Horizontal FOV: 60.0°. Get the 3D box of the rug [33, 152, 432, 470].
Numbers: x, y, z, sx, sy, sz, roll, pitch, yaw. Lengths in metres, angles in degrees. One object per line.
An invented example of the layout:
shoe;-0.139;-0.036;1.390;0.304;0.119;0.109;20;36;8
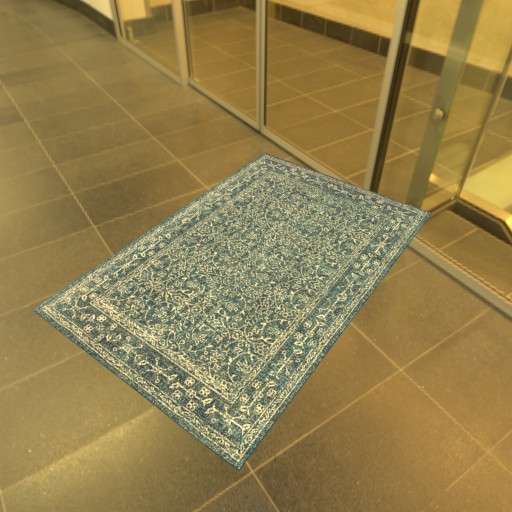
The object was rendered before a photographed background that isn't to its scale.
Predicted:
rug;0.000;0.000;2.302;1.200;0.005;1.819;26;48;26
